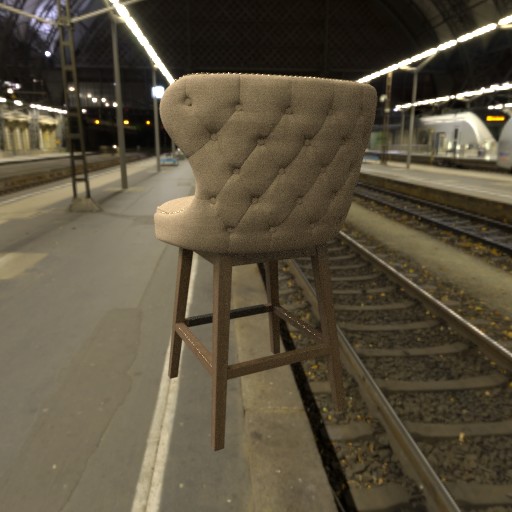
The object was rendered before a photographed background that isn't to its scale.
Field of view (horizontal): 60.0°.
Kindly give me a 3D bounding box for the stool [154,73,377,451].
[{"bbox_3d":[0.000,0.000,1.363,0.615,0.972,0.597,-7,16,-25],"label":"stool"}]
